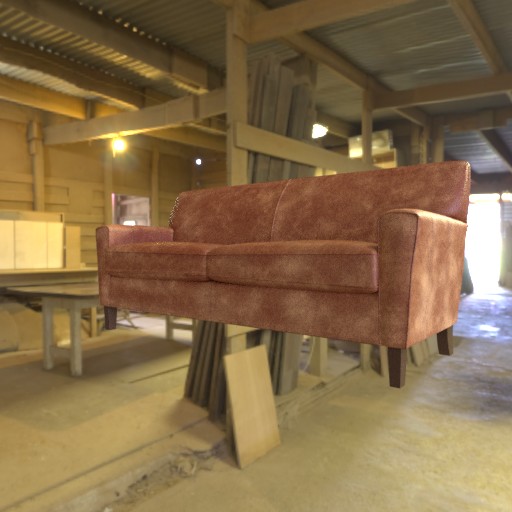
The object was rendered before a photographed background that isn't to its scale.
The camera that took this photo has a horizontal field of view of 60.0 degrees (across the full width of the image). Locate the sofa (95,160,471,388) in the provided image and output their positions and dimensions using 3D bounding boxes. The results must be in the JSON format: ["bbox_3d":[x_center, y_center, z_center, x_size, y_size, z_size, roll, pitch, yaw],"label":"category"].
[{"bbox_3d":[0.000,0.000,2.486,2.053,0.947,0.805,1,1,38],"label":"sofa"}]
